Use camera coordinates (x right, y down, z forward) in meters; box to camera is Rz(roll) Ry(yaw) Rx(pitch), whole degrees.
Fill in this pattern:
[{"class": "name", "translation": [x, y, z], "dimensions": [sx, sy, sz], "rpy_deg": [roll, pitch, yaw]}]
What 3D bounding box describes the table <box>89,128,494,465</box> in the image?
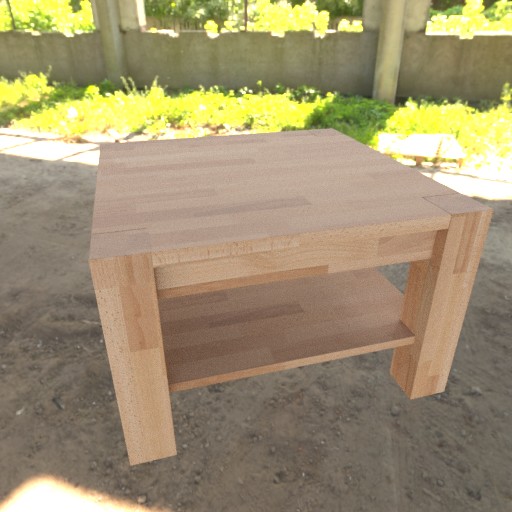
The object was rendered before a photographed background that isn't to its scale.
[{"class": "table", "translation": [0.000, 0.000, 1.124], "dimensions": [0.700, 0.451, 0.700], "rpy_deg": [-8, 29, -14]}]
